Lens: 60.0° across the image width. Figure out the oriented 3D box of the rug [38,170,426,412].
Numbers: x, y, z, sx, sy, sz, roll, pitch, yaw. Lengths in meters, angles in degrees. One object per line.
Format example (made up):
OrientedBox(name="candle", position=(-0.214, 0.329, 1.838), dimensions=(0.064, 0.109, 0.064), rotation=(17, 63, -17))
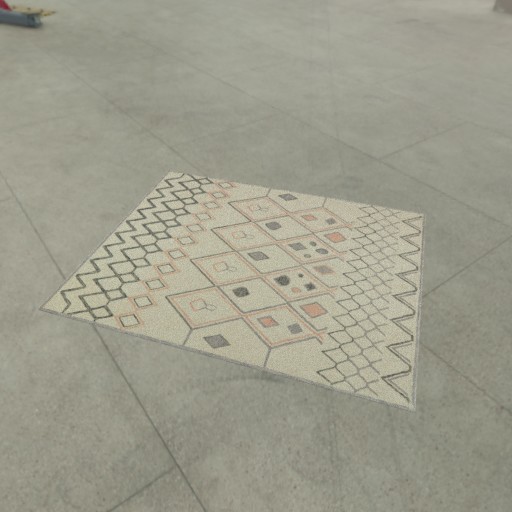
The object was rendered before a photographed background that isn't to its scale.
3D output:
OrientedBox(name="rug", position=(0.000, 0.000, 4.236), dimensions=(3.050, 0.016, 2.441), rotation=(12, 42, 14))
